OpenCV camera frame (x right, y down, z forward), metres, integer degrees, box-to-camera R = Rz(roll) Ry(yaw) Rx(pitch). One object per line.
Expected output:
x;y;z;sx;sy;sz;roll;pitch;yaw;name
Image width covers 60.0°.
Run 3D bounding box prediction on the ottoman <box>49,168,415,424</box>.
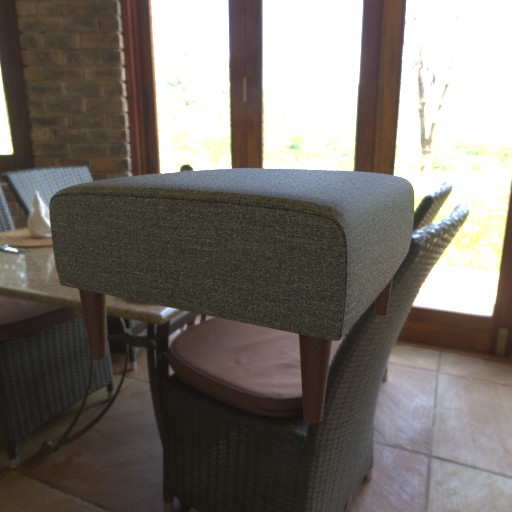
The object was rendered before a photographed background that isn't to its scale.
0.000;0.000;1.069;0.648;0.399;0.655;7;16;26;ottoman
